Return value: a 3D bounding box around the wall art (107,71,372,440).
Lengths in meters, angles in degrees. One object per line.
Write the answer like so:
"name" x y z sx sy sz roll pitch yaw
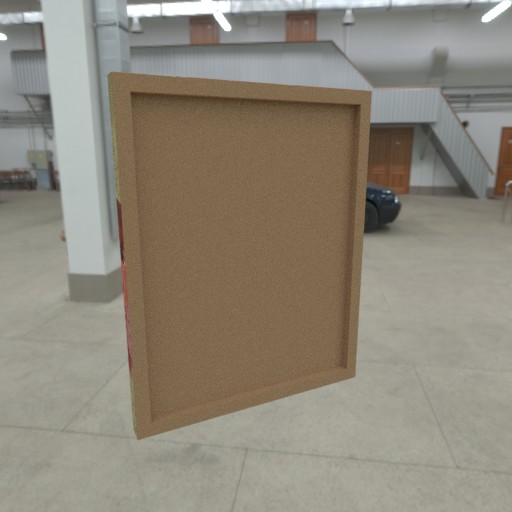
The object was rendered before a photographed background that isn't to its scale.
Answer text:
"wall art" 0.000 0.000 0.695 0.406 0.508 0.028 -7 15 -26
